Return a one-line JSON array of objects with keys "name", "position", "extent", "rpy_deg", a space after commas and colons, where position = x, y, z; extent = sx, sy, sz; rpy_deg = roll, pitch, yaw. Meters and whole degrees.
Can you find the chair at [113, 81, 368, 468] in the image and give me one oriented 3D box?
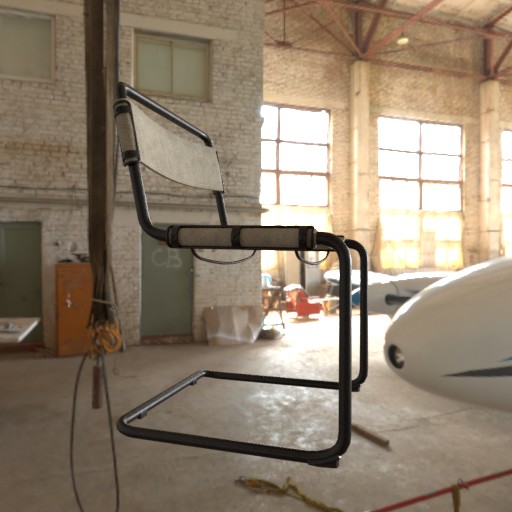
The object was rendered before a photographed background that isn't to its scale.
[{"name": "chair", "position": [0.000, 0.000, 1.066], "extent": [0.497, 0.747, 0.499], "rpy_deg": [0, 0, 18]}]
